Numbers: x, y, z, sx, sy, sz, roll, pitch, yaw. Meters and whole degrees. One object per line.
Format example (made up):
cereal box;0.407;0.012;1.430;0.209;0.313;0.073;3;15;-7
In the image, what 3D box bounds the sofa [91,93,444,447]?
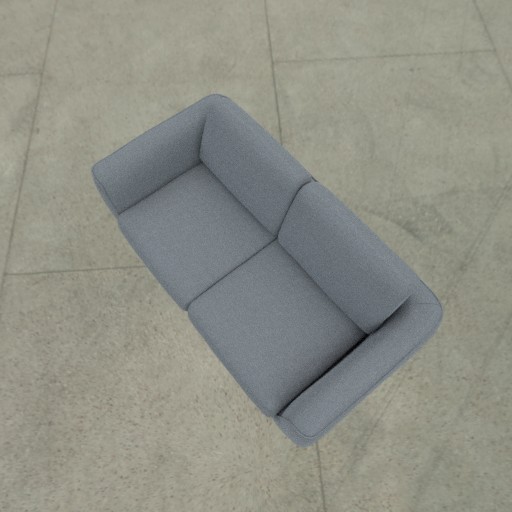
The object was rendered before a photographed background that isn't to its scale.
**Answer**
sofa;0.000;0.000;2.254;0.920;0.850;1.700;-36;70;-16
